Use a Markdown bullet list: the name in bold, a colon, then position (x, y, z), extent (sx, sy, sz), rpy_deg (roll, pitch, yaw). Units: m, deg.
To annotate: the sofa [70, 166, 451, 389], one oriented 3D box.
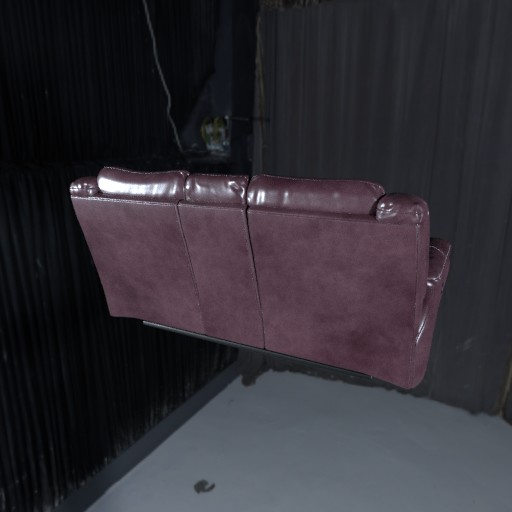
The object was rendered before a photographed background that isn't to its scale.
- **sofa**: position (0.000, 0.000, 2.627), extent (2.058, 1.043, 0.991), rpy_deg (8, 17, 27)
